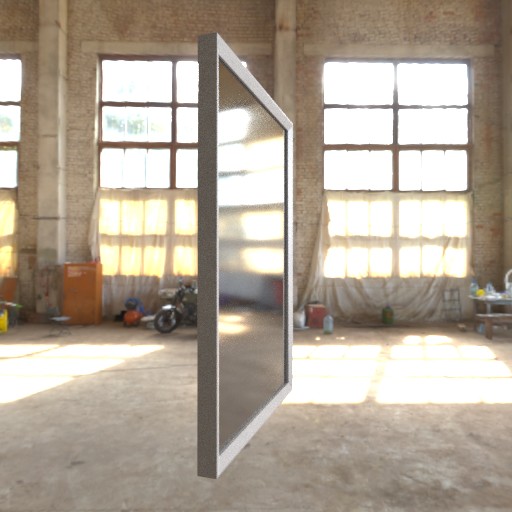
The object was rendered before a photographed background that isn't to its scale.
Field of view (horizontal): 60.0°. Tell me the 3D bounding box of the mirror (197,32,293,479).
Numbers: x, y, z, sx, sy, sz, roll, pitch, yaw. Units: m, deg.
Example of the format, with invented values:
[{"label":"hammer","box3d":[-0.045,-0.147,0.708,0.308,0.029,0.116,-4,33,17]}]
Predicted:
[{"label":"mirror","box3d":[0.000,0.000,0.950,0.039,0.710,0.507,0,0,19]}]
